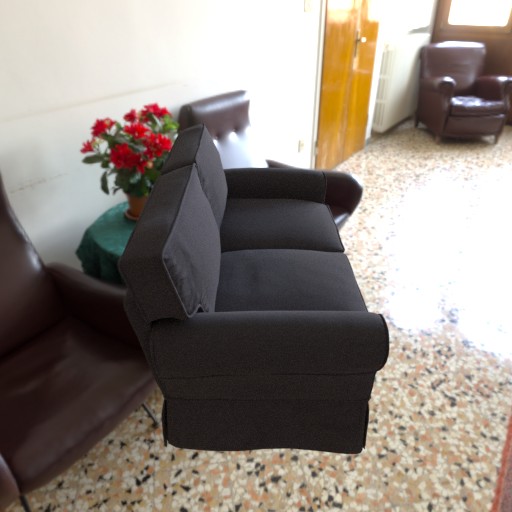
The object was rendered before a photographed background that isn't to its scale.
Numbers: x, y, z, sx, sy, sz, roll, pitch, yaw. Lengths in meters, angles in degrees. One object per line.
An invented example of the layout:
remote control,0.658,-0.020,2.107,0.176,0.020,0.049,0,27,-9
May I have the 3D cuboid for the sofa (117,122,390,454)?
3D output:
sofa,0.000,0.000,2.389,0.997,1.059,1.801,0,31,-1
